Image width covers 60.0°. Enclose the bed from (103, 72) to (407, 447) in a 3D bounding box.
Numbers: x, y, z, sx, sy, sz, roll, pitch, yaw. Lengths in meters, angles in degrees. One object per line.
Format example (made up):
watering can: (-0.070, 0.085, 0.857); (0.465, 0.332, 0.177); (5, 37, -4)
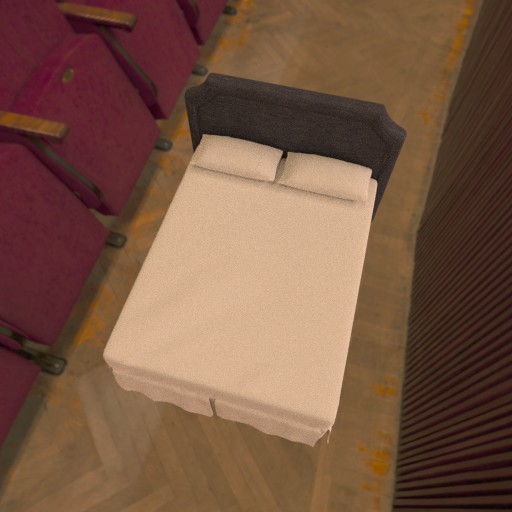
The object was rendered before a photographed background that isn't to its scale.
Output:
bed: (0.000, 0.000, 3.185); (1.693, 1.290, 2.116); (13, 61, 8)
